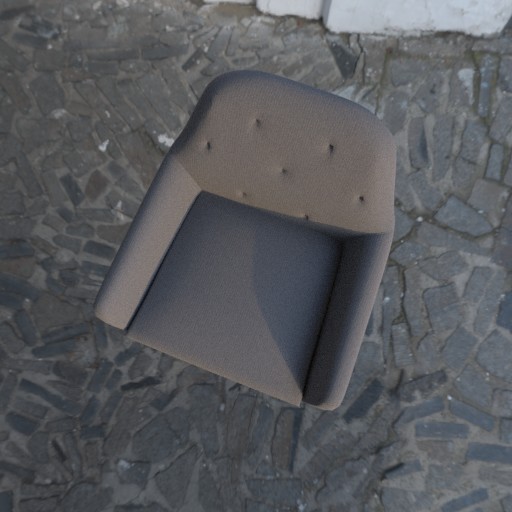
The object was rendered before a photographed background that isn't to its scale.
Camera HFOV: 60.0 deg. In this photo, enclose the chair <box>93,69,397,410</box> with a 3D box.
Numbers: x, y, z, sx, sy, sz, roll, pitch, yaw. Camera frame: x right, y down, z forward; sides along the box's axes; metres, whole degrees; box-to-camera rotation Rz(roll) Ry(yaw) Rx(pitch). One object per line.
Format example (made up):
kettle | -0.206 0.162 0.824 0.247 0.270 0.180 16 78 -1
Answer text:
chair | 0.000 0.000 1.441 0.770 0.800 0.779 21 77 5
